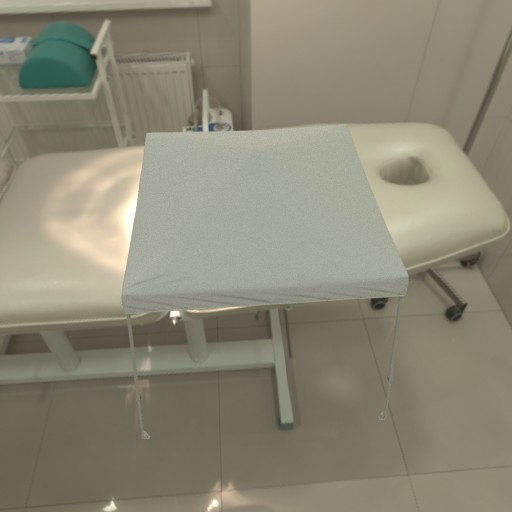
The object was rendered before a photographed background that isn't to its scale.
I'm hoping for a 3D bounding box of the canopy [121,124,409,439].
[{"bbox_3d":[0.000,0.000,5.043,2.849,2.849,2.848,-3,48,-3],"label":"canopy"}]
